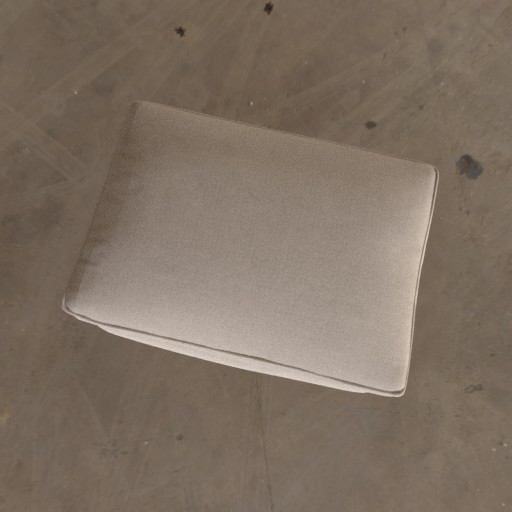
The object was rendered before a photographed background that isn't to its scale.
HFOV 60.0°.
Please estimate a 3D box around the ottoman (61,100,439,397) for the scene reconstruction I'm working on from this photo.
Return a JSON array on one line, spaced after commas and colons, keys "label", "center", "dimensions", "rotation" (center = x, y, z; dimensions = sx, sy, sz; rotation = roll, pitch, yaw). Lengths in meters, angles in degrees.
[{"label": "ottoman", "center": [0.000, 0.000, 1.010], "dimensions": [0.665, 0.456, 0.501], "rotation": [13, 77, 3]}]
